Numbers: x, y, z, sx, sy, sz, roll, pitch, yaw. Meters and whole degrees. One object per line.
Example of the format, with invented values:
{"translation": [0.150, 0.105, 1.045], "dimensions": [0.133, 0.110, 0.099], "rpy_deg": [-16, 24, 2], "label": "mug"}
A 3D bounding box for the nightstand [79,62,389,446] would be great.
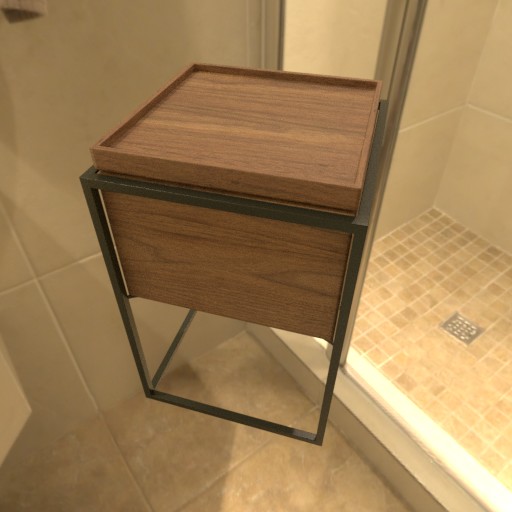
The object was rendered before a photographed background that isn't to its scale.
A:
{"translation": [0.000, 0.000, 0.891], "dimensions": [0.397, 0.607, 0.397], "rpy_deg": [11, 43, 12], "label": "nightstand"}
